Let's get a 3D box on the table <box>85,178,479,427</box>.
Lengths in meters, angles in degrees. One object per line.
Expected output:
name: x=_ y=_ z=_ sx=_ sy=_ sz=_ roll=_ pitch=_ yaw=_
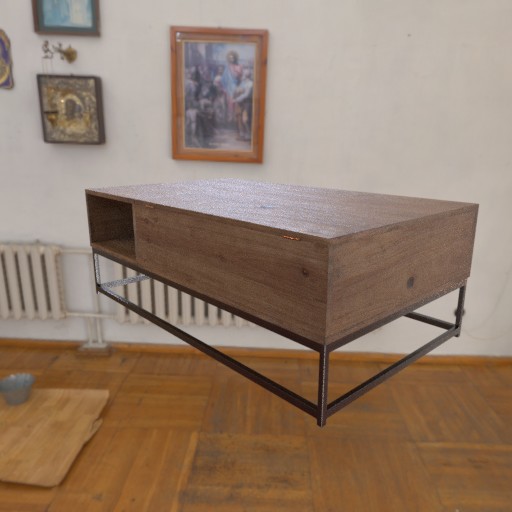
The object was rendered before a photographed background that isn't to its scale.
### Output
table: x=0.000 y=0.000 z=1.445 sx=0.655 sy=0.395 sz=1.101 roll=-13 pitch=20 yaw=-41
